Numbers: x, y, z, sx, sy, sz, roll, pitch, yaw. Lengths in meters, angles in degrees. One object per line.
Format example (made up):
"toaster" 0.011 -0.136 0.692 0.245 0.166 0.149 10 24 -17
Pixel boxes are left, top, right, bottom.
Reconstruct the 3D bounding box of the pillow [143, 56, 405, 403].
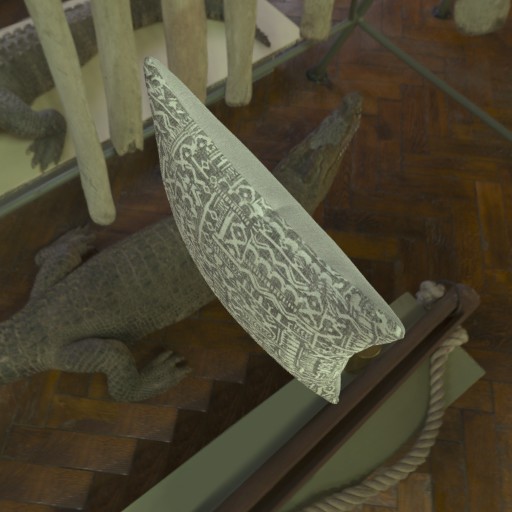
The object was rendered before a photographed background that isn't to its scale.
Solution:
"pillow" 0.000 0.000 0.782 0.180 0.487 0.546 -34 69 -15
